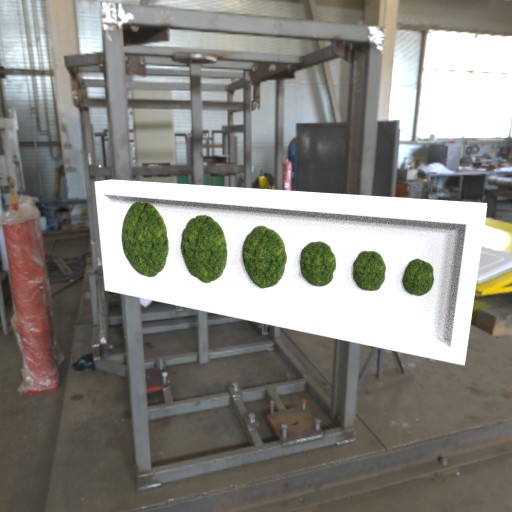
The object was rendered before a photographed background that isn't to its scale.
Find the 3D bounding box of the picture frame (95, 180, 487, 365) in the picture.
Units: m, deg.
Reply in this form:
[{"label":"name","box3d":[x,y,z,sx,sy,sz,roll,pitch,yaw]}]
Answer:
[{"label":"picture frame","box3d":[0.000,0.000,0.849,0.759,0.250,0.050,8,17,26]}]
